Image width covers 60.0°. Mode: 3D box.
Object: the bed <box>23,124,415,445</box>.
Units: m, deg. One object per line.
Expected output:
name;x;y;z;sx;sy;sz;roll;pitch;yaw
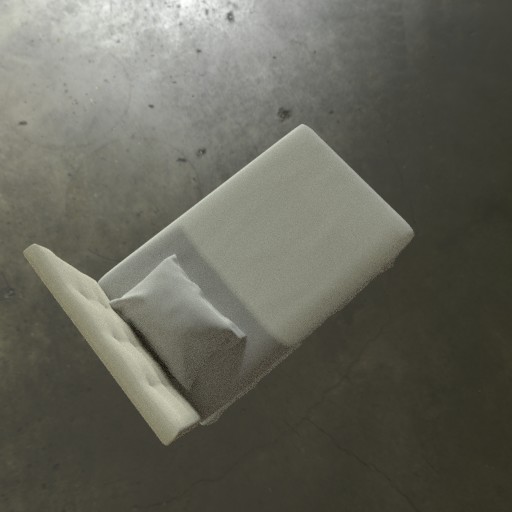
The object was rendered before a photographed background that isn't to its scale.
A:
bed;0.000;0.000;2.906;1.997;1.571;1.261;-39;77;-11
